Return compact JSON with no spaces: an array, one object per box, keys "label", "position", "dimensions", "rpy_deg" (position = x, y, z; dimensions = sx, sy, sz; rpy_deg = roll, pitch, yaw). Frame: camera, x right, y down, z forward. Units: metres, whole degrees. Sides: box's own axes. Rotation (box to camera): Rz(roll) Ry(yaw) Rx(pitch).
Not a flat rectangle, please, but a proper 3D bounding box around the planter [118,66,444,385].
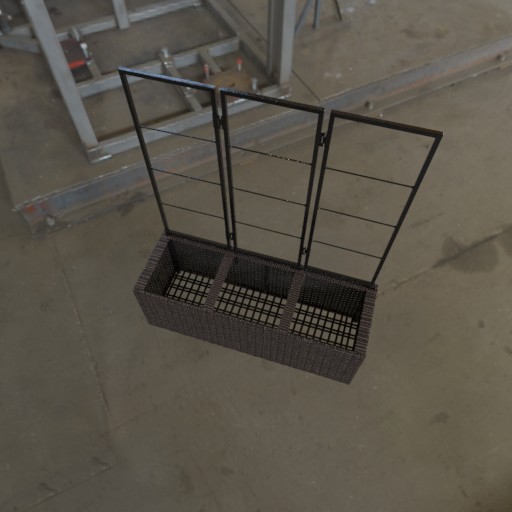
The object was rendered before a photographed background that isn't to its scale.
[{"label":"planter","position":[0.000,0.000,1.176],"dimensions":[0.699,0.841,0.244],"rpy_deg":[15,58,9]}]
